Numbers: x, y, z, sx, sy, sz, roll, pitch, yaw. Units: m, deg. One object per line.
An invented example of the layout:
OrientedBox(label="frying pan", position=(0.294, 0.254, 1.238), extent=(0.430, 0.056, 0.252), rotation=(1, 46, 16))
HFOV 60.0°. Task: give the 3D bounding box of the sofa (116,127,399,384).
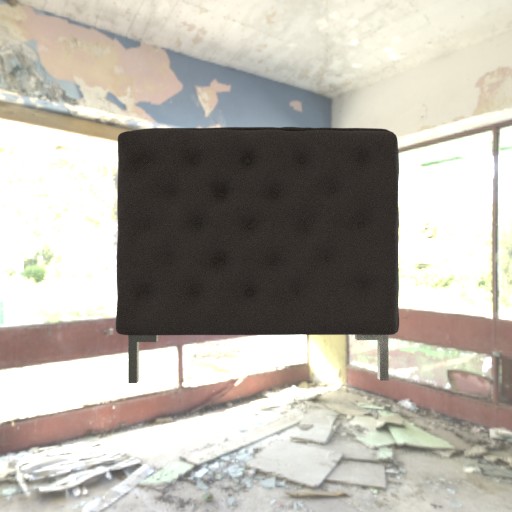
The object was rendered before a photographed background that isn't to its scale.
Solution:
OrientedBox(label="sofa", position=(0.000, 0.000, 2.133), extent=(0.909, 0.810, 1.583), rotation=(0, -1, -1))
